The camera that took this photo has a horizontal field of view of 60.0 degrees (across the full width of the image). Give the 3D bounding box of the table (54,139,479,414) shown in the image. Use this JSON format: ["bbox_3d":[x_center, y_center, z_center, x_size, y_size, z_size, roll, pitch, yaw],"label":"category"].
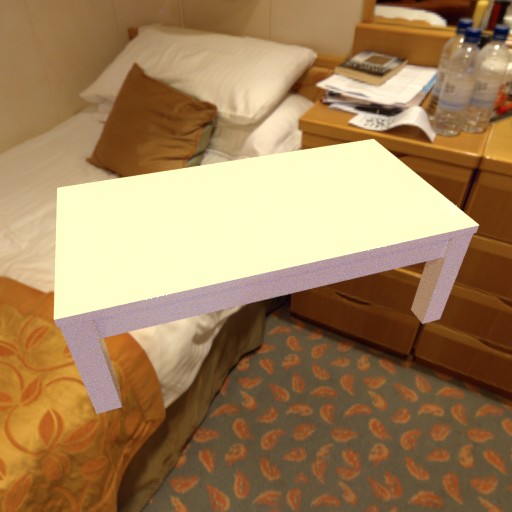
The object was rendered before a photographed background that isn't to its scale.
[{"bbox_3d":[0.000,0.000,1.732,1.350,0.470,0.700,-12,41,-14],"label":"table"}]
